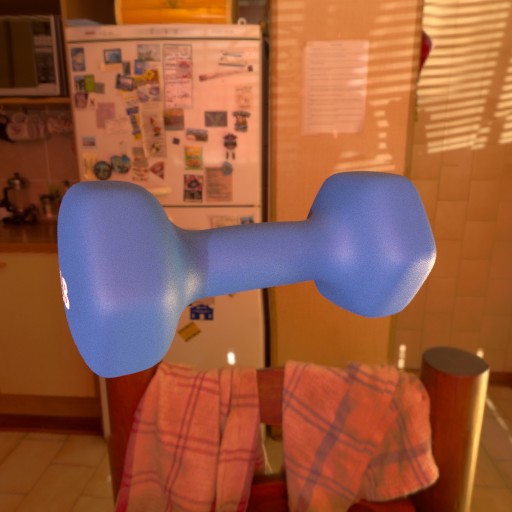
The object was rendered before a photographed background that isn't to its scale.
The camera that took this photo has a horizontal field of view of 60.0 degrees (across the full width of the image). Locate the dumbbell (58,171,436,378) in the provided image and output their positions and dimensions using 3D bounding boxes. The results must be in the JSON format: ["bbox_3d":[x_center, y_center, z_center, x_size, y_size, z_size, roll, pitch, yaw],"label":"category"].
[{"bbox_3d":[0.000,0.000,0.261,0.212,0.093,0.103,-7,16,-25],"label":"dumbbell"}]
